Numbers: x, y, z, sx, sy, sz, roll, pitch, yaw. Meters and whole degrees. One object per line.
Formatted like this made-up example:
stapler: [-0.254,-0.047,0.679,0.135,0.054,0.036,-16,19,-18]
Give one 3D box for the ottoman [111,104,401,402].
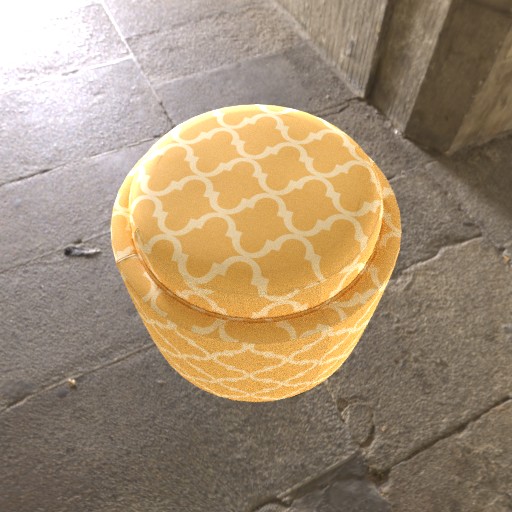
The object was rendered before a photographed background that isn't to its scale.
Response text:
ottoman: [0.000,0.000,0.848,0.480,0.429,0.480,0,57,0]
